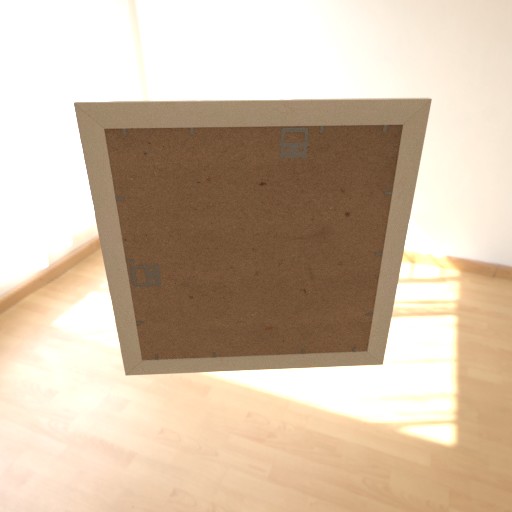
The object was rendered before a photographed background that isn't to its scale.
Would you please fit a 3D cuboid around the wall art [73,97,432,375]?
[{"bbox_3d":[0.000,0.000,0.871,0.584,0.584,0.013,-2,29,-3],"label":"wall art"}]
